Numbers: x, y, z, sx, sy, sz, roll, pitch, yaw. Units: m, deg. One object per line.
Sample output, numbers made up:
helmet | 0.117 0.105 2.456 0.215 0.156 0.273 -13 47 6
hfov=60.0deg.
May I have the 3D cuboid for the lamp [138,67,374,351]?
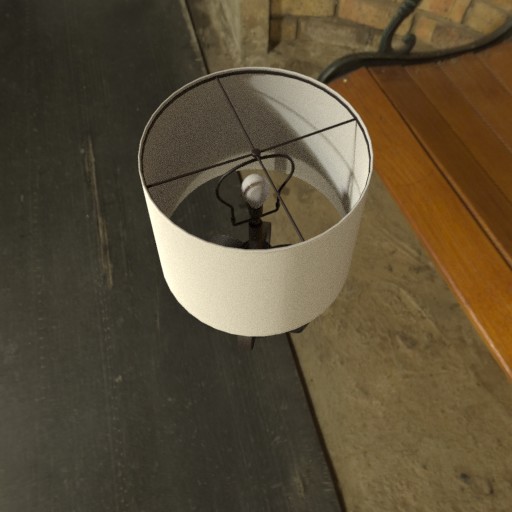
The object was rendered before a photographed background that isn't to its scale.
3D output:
lamp | 0.000 0.000 0.703 0.286 0.510 0.286 0 63 0
